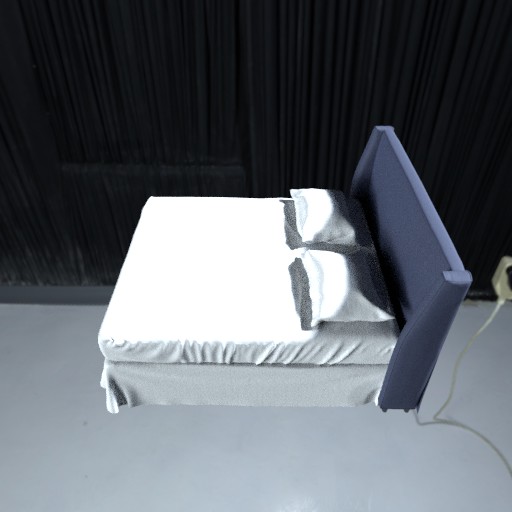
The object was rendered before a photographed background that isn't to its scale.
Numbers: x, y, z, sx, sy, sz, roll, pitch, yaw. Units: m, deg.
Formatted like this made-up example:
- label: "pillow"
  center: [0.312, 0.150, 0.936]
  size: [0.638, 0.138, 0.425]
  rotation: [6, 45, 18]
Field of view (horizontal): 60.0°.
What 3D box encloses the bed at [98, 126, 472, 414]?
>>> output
- label: "bed"
  center: [0.000, 0.000, 3.415]
  size: [2.276, 1.332, 1.925]
  rotation: [0, 40, 1]
